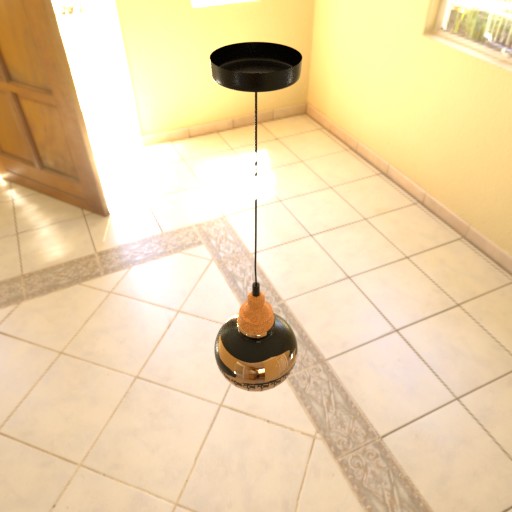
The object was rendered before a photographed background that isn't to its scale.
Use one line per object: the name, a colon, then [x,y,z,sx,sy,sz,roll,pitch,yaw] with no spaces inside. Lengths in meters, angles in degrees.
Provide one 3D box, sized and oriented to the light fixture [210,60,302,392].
light fixture: [0.000,0.000,1.859,0.430,1.606,0.430,-25,48,-25]
